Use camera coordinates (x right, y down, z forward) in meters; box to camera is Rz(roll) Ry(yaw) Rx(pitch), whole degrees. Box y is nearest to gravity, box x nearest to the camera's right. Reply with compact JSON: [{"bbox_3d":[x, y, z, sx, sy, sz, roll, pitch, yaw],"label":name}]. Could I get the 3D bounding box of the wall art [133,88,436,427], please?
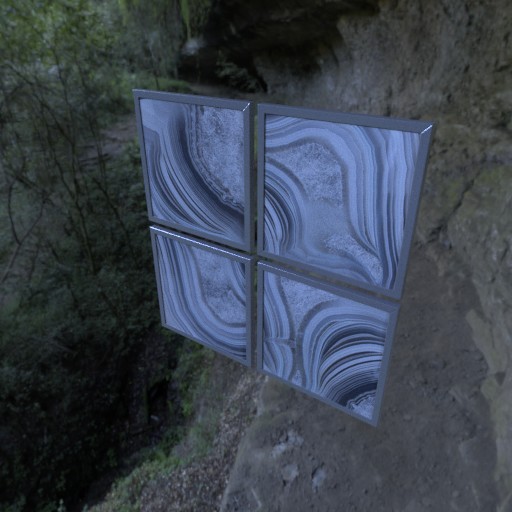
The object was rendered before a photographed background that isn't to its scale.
[{"bbox_3d":[0.000,0.000,1.690,1.118,1.118,0.029,18,33,30],"label":"wall art"}]
